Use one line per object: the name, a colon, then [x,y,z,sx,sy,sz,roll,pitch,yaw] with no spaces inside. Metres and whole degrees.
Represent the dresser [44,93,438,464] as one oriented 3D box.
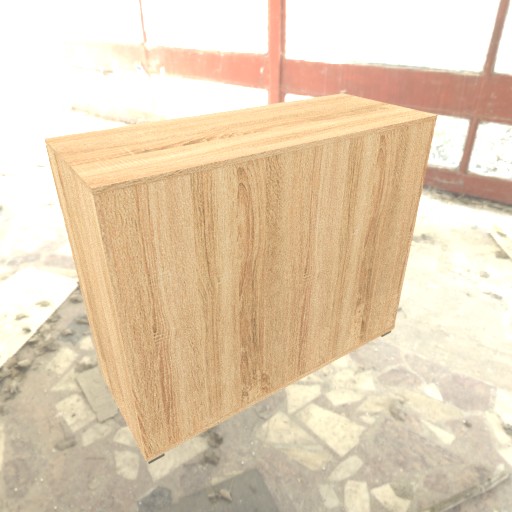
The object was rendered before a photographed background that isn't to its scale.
dresser: [0.000,0.000,1.538,1.100,0.900,0.450,-19,36,-29]
